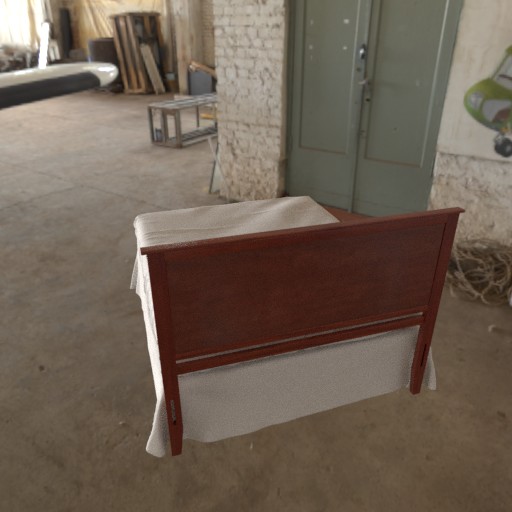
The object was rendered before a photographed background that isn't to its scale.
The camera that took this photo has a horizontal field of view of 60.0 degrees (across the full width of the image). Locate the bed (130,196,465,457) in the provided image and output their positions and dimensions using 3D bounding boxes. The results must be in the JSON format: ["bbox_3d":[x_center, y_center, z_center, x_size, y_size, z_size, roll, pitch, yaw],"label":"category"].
[{"bbox_3d":[0.000,0.000,3.233,1.870,1.270,2.050,-8,28,-16],"label":"bed"}]
